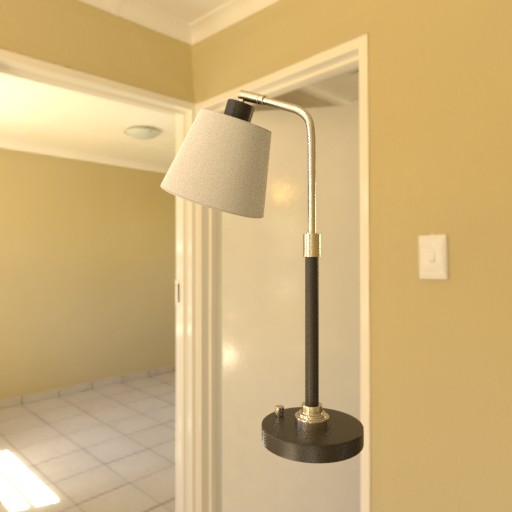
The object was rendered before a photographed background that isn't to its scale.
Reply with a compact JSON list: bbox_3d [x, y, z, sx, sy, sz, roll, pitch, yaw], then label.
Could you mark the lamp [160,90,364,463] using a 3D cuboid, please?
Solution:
[{"bbox_3d":[0.000,0.000,0.705,0.348,0.539,0.181,0,0,35],"label":"lamp"}]
